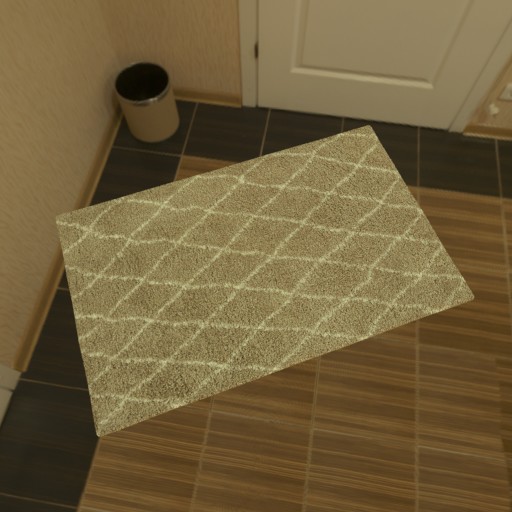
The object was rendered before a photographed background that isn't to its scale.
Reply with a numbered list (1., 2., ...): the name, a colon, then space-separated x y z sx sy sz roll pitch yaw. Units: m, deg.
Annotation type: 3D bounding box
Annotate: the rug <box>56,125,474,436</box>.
1. rug: 0.000 0.000 2.972 2.438 0.030 1.524 -18 66 -8
